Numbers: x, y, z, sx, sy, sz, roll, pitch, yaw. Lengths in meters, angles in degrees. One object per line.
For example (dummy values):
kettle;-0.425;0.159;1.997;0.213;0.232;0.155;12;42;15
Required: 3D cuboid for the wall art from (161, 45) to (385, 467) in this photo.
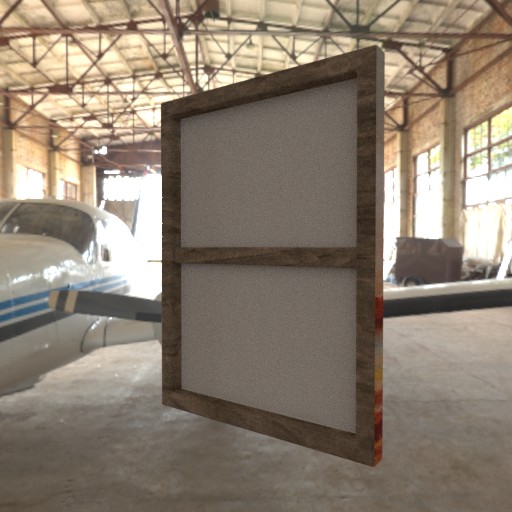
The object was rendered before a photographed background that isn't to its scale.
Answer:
wall art;0.000;0.000;0.773;0.443;0.605;0.035;1;1;35
